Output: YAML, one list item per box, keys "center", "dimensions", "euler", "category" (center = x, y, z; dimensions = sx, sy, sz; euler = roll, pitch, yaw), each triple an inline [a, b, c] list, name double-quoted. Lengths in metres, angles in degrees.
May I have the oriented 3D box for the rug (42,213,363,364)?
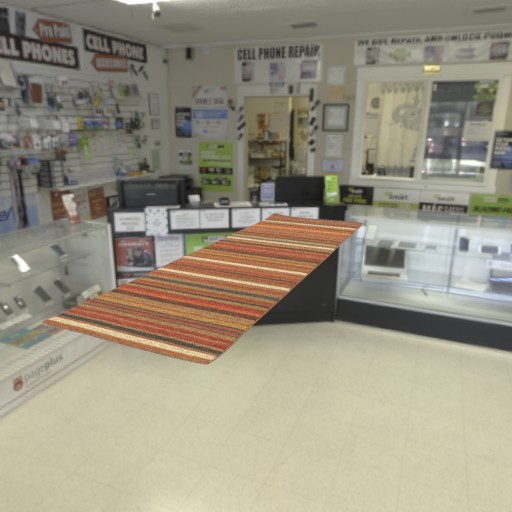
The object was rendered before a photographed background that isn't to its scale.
- center: [0.000, 0.000, 2.706]
  dimensions: [0.799, 0.030, 2.444]
  euler: [8, 18, 24]
  category: "rug"
